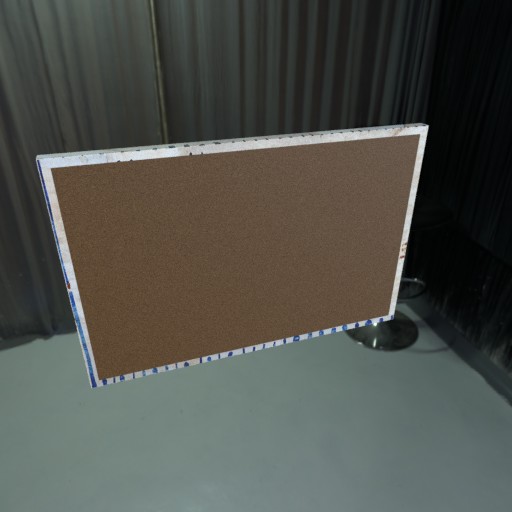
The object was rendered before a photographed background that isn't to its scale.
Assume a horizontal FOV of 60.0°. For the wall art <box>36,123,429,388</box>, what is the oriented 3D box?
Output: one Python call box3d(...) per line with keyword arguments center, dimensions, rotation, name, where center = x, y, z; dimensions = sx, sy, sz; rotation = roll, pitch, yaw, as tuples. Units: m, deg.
box3d(center=(0.000, 0.000, 1.154), dimensions=(0.919, 0.609, 0.030), rotation=(-9, 30, -17), name="wall art")
